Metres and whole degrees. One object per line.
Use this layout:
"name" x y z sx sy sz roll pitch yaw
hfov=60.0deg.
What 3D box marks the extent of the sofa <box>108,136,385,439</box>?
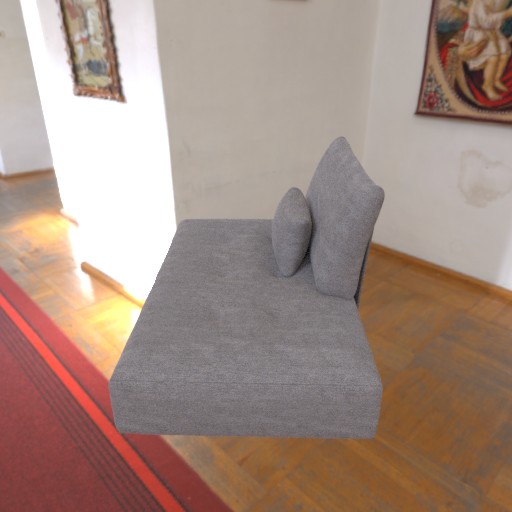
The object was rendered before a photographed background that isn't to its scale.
"sofa" 0.000 0.000 2.064 1.002 0.820 1.450 1 27 1
